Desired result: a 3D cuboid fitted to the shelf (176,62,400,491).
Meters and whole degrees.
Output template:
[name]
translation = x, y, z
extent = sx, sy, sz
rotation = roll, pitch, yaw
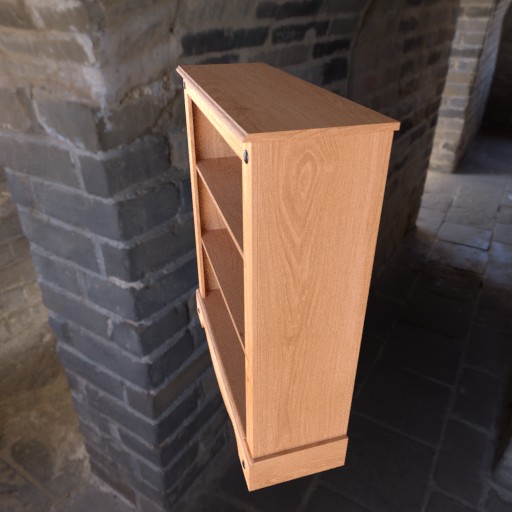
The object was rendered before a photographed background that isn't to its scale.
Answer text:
[shelf]
translation = 0.000, 0.000, 1.349
extent = 0.291, 0.980, 0.840
rotation = -8, 32, -14
